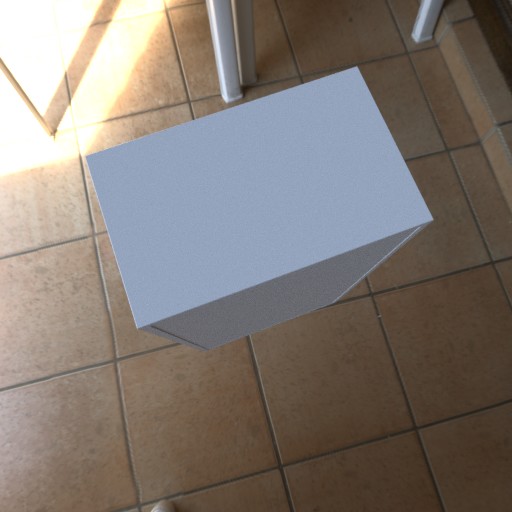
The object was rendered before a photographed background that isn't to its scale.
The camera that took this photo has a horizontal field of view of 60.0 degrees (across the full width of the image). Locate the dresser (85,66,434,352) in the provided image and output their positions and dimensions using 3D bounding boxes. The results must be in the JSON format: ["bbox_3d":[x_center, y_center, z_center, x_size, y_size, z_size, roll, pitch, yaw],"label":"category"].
[{"bbox_3d":[0.000,0.000,1.526,0.650,1.190,0.400,-20,77,-5],"label":"dresser"}]
